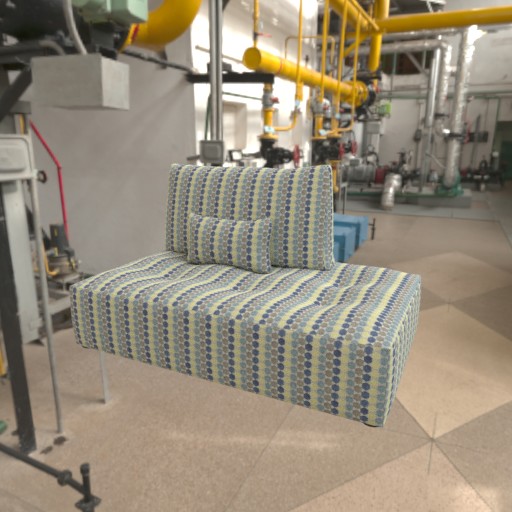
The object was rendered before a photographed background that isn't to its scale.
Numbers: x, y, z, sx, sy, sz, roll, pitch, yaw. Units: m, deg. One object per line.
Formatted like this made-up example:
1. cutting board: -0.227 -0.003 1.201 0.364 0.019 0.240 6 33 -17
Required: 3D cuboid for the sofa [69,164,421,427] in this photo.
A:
1. sofa: 0.000 0.000 2.103 1.450 0.820 1.000 7 17 25
